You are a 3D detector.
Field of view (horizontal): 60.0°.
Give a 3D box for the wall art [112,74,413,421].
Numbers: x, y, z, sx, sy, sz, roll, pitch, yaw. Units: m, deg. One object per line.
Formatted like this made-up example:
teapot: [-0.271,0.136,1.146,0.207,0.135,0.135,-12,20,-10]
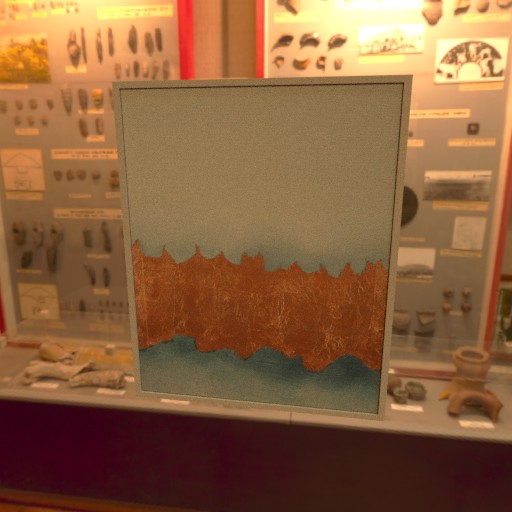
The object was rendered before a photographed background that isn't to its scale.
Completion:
wall art: [0.000,0.000,0.743,0.451,0.553,0.039,2,15,10]
